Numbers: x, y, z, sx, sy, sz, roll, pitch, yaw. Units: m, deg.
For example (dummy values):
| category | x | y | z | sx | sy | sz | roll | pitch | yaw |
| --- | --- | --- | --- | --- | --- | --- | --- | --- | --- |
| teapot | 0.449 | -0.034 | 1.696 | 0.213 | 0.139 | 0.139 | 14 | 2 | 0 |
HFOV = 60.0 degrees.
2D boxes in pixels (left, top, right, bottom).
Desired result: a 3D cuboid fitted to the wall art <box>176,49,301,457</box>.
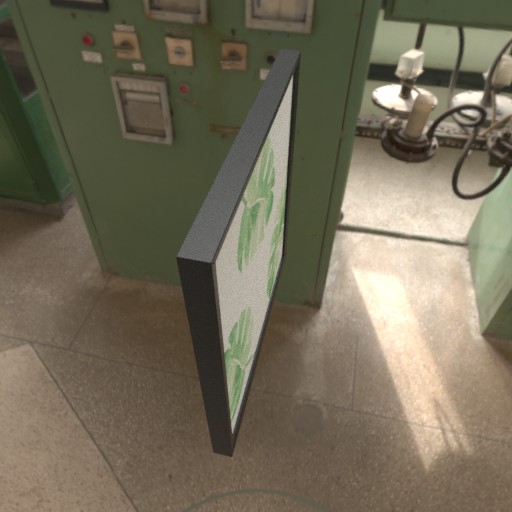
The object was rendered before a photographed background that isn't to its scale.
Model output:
| category | x | y | z | sx | sy | sz | roll | pitch | yaw |
| --- | --- | --- | --- | --- | --- | --- | --- | --- | --- |
| wall art | 0.000 | 0.000 | 0.773 | 0.036 | 0.508 | 0.508 | 10 | 47 | 9 |
